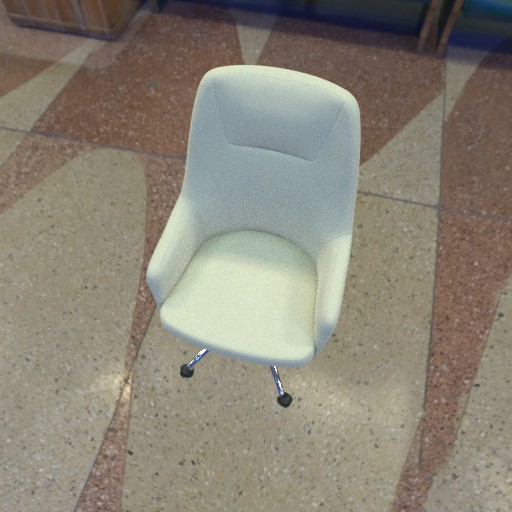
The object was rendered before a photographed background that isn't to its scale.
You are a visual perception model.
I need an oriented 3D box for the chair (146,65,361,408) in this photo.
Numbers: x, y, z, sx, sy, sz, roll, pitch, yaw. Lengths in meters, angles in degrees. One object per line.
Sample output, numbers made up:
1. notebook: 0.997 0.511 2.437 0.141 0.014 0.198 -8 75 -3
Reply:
1. chair: 0.000 0.000 1.483 0.620 1.049 0.640 14 58 9
